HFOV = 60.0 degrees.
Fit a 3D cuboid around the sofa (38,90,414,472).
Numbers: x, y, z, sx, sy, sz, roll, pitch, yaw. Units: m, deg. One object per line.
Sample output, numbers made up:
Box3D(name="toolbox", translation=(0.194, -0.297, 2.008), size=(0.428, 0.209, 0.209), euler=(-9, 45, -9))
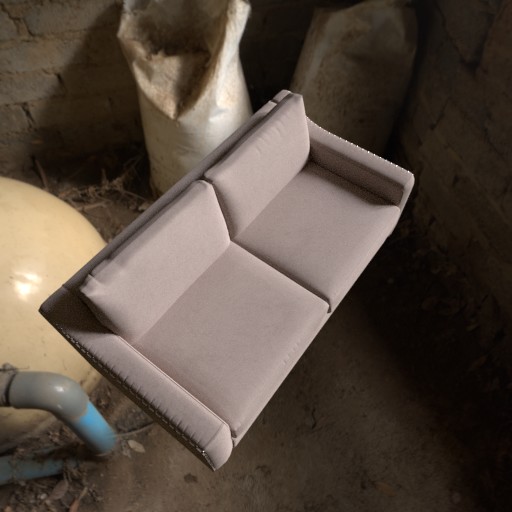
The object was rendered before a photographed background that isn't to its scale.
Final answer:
Box3D(name="sofa", translation=(0.000, 0.000, 2.519), size=(1.030, 0.901, 1.967), euler=(32, 63, 19))
